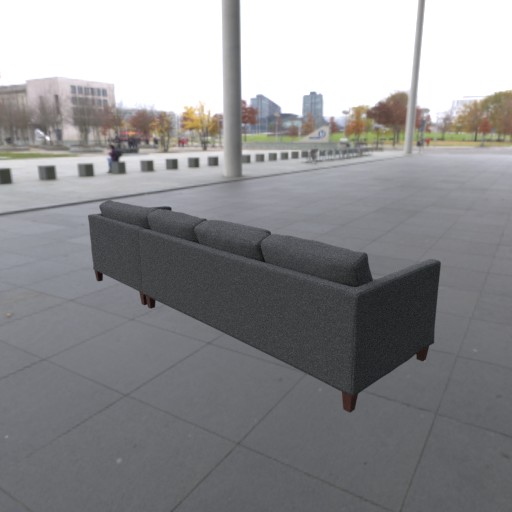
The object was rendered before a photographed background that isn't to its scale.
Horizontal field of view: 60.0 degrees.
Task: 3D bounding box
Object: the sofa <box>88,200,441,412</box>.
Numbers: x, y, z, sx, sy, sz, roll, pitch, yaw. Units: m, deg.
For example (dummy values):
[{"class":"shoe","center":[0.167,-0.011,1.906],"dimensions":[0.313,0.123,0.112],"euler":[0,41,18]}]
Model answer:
[{"class":"sofa","center":[0.000,0.000,3.879],"dimensions":[1.625,0.846,3.186],"euler":[-14,20,-42]}]
